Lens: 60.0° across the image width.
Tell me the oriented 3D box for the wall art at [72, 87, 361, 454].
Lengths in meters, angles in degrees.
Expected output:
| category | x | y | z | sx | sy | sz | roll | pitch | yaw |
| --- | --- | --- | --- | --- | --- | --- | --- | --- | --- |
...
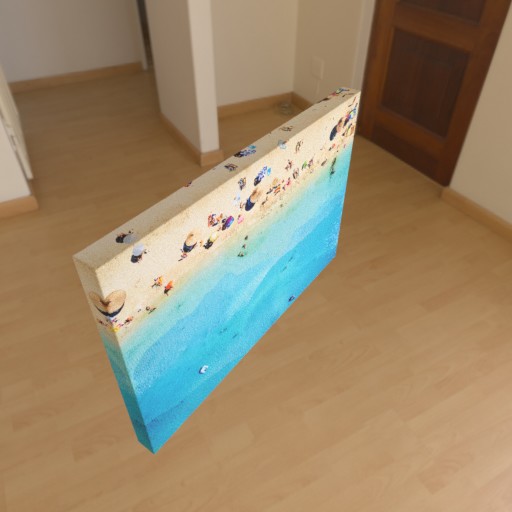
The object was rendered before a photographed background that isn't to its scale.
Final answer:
| category | x | y | z | sx | sy | sz | roll | pitch | yaw |
| --- | --- | --- | --- | --- | --- | --- | --- | --- | --- |
| wall art | 0.000 | 0.000 | 1.142 | 0.057 | 0.595 | 0.894 | 26 | 47 | 27 |
